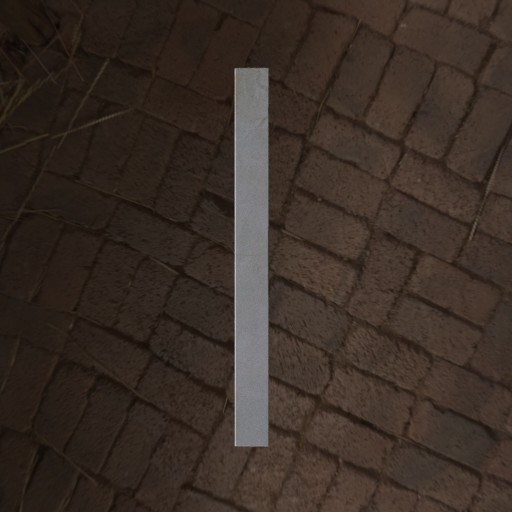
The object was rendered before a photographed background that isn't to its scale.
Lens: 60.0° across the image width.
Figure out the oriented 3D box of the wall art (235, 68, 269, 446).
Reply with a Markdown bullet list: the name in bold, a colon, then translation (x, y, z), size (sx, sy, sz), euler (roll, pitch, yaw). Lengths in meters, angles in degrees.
- **wall art**: translation (0.000, 0.000, 0.776), size (0.036, 0.607, 0.403), euler (0, 90, 1)
